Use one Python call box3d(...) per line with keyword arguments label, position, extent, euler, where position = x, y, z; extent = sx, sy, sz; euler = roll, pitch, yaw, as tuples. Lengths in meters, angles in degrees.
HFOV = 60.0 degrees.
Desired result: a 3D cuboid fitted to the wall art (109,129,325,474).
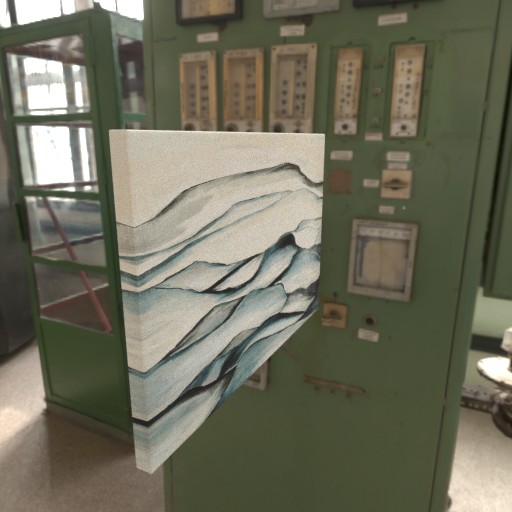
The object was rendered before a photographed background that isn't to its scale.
box3d(label="wall art", position=(0.000, 0.000, 1.136), extent=(0.039, 0.609, 0.914), euler=(8, 17, 26))
